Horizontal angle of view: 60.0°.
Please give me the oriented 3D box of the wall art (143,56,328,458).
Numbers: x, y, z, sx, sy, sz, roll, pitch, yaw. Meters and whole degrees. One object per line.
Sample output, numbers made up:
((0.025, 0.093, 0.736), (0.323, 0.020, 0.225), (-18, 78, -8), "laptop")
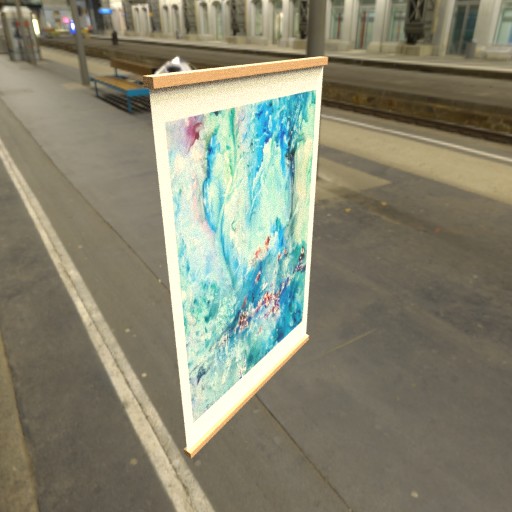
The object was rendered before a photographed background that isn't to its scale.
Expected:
((0.000, 0.000, 1.282), (0.027, 1.020, 0.669), (19, 33, 31), "wall art")
